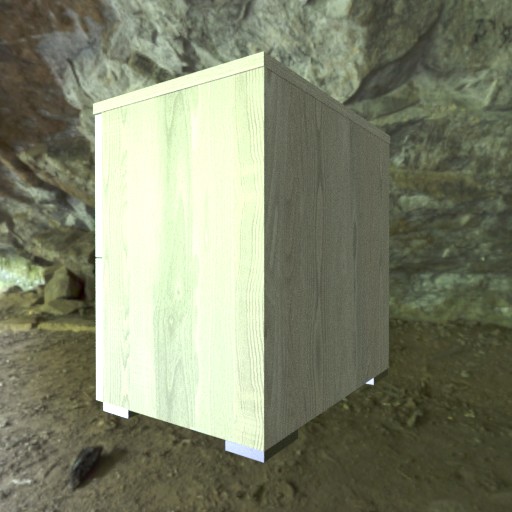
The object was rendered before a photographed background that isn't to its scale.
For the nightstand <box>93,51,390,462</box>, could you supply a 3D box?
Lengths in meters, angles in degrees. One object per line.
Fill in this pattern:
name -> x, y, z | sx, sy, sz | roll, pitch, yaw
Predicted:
nightstand -> 0.000, 0.000, 0.769 | 0.325, 0.461, 0.442 | 0, 1, 35
